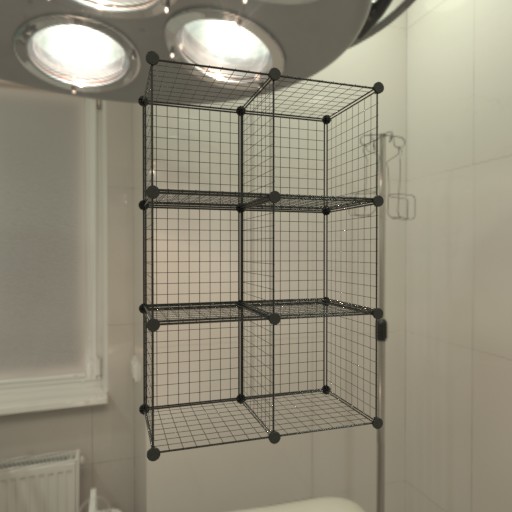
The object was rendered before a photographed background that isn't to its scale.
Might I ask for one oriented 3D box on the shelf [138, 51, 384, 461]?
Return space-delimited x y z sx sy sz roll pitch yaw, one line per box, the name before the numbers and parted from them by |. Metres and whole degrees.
shelf | 0.000 0.000 1.426 0.711 1.067 0.356 0 1 -18
